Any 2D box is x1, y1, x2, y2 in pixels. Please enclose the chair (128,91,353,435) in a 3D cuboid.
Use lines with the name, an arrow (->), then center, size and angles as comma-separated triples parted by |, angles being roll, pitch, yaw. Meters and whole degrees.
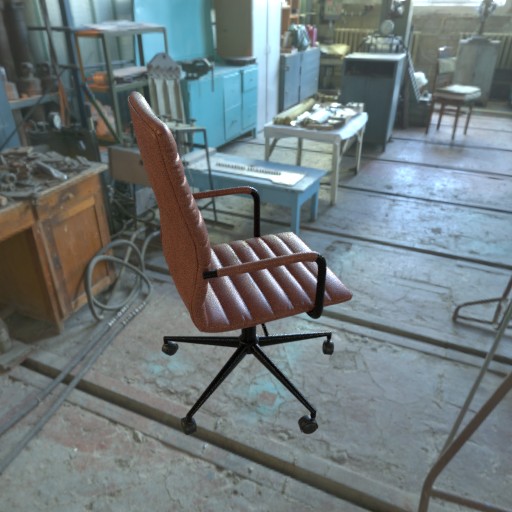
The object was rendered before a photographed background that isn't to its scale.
chair -> 0.000, 0.000, 1.267 | 0.578, 0.878, 0.600 | -11, 32, -18
